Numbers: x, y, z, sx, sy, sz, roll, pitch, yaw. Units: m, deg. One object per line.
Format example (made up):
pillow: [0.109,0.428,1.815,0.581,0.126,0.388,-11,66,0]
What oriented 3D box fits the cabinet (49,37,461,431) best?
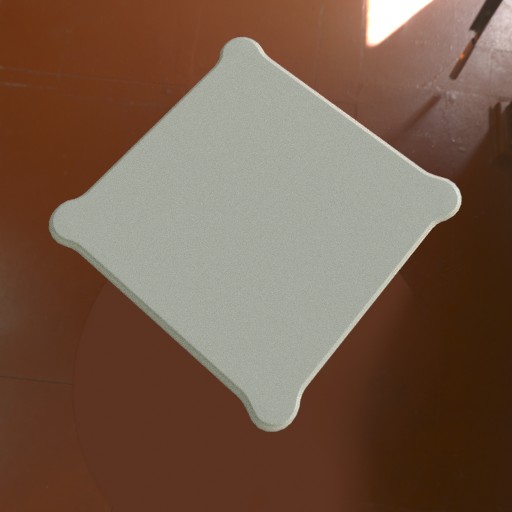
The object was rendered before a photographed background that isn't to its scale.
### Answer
cabinet: [0.000,0.000,1.263,0.627,0.761,0.628,40,79,9]
